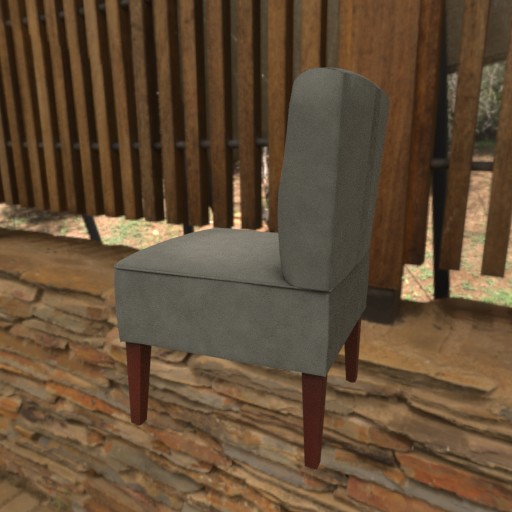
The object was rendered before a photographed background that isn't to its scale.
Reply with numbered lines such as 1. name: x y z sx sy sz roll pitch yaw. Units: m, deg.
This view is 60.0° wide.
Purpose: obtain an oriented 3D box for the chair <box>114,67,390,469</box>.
1. chair: 0.000 0.000 1.119 0.554 0.806 0.521 6 15 23
